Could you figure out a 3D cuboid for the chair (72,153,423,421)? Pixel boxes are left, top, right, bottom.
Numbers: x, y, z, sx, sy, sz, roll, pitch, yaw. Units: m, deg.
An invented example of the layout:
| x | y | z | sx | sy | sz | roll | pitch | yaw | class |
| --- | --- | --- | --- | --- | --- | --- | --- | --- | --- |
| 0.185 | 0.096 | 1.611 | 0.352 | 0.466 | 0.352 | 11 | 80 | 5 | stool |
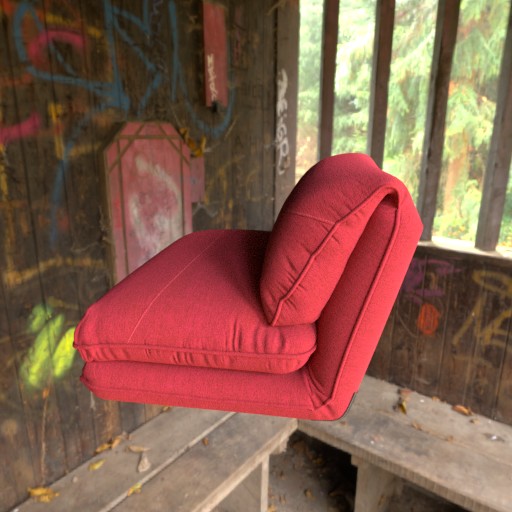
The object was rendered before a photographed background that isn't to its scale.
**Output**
| x | y | z | sx | sy | sz | roll | pitch | yaw | class |
| --- | --- | --- | --- | --- | --- | --- | --- | --- | --- |
| 0.000 | 0.000 | 1.319 | 0.780 | 0.580 | 0.820 | 3 | 16 | 9 | chair |
